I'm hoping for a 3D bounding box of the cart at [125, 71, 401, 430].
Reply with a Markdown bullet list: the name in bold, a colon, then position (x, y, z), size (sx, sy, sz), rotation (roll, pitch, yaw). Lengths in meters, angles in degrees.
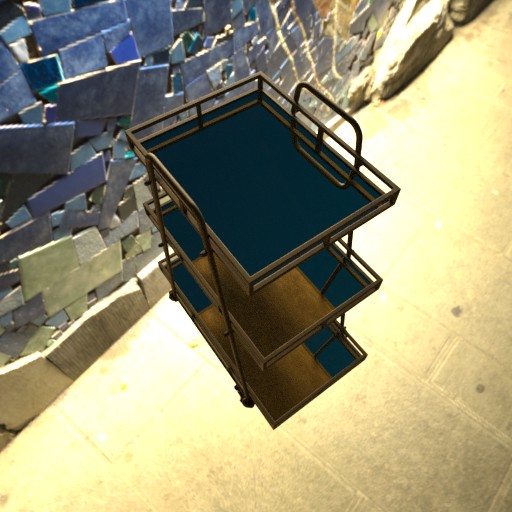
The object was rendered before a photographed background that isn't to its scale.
- **cart**: position (0.000, 0.000, 1.270), size (0.441, 0.883, 0.711), rotation (-31, 62, -19)
